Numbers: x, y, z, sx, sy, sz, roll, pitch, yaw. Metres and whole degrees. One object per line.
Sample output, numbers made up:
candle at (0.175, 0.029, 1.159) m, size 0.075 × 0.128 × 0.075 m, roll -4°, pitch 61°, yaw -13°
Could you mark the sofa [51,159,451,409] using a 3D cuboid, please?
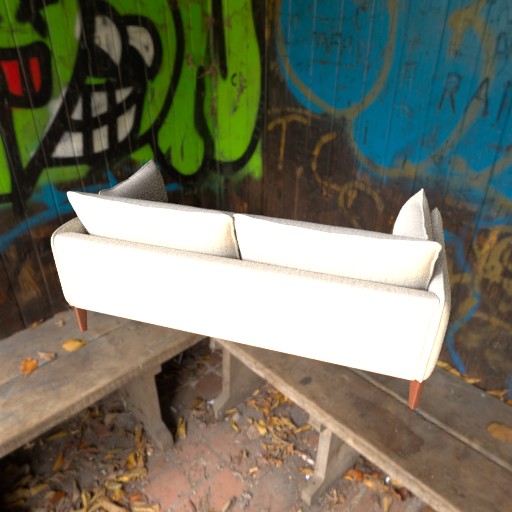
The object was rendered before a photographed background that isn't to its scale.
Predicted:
sofa at (0.000, 0.000, 2.517) m, size 1.989 × 0.860 × 0.991 m, roll 9°, pitch 32°, yaw 15°
